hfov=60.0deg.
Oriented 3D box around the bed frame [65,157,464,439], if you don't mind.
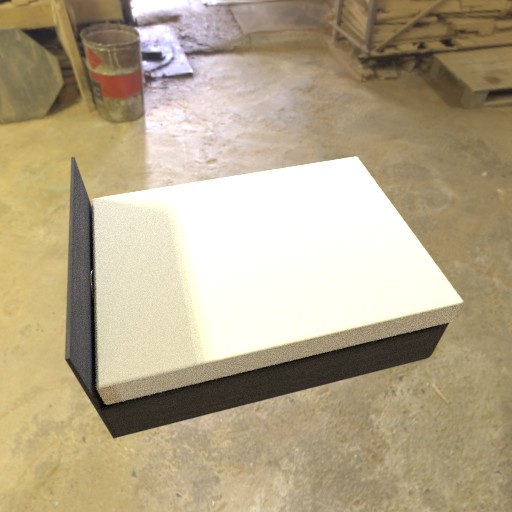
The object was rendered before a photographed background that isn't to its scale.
[{"bbox_3d":[0.000,0.000,2.631,1.900,0.800,1.400,-11,48,-10],"label":"bed frame"}]
